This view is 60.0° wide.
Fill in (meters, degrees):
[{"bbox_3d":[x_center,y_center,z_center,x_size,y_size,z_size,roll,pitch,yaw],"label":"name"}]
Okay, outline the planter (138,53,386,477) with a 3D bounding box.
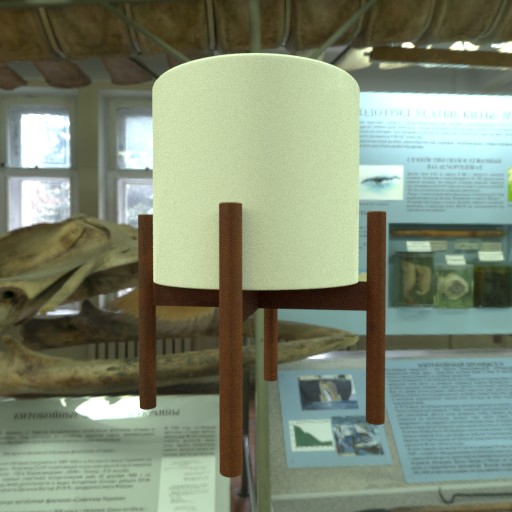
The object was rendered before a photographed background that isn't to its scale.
[{"bbox_3d":[0.000,0.000,0.496,0.224,0.358,0.224,-1,2,-36],"label":"planter"}]
